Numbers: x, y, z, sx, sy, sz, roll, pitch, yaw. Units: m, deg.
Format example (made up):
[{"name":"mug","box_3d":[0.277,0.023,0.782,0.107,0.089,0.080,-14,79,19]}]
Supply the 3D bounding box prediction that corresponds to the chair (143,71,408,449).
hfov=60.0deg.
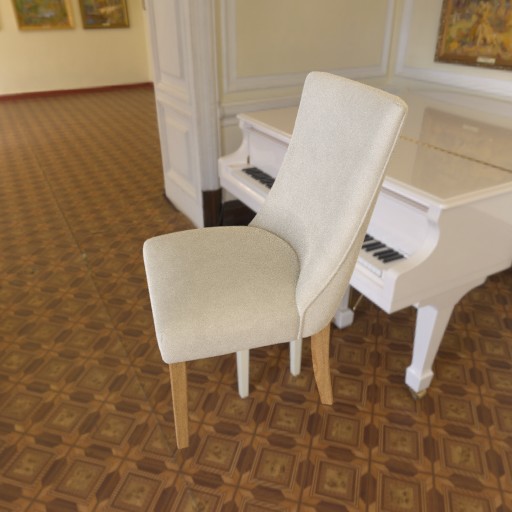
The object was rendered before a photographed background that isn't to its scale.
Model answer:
[{"name":"chair","box_3d":[0.000,0.000,1.256,0.610,0.902,0.495,-9,32,-14]}]
